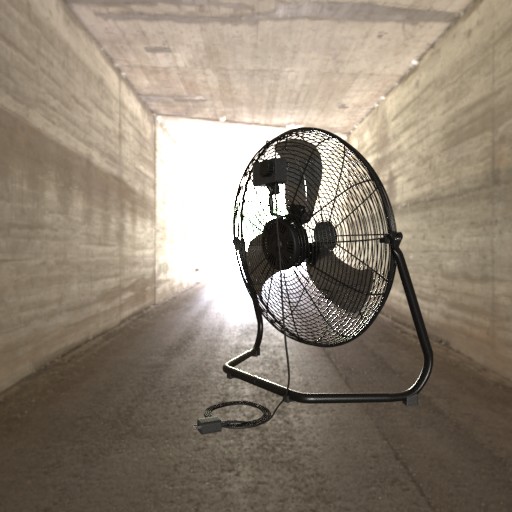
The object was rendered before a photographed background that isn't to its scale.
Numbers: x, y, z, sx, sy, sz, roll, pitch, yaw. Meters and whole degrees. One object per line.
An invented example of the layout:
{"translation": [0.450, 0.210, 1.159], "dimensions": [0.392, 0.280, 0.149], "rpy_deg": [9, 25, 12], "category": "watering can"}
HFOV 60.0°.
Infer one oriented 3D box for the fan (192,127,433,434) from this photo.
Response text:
{"translation": [0.000, 0.000, 1.004], "dimensions": [0.470, 0.605, 0.595], "rpy_deg": [0, 0, -36], "category": "fan"}
